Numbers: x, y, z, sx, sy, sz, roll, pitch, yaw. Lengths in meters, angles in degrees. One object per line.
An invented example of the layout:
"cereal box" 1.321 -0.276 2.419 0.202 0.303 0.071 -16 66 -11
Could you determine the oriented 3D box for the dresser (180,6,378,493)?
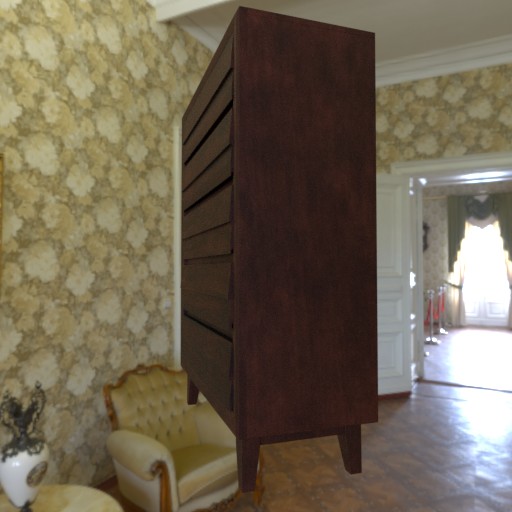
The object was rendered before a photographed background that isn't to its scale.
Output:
"dresser" 0.000 0.000 1.932 0.506 1.514 1.072 1 -2 -19
